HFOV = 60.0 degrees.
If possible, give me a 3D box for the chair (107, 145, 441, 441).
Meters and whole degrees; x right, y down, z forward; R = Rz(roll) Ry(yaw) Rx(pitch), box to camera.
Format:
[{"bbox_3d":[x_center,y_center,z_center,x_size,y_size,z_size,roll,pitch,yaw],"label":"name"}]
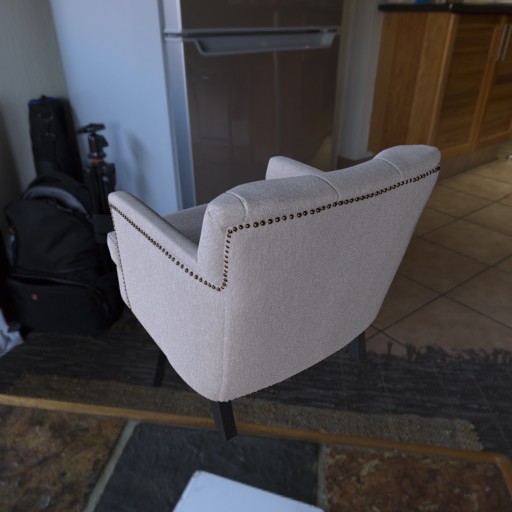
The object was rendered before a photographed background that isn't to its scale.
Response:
[{"bbox_3d":[0.000,0.000,1.487,0.737,0.823,0.902,-19,35,-30],"label":"chair"}]
